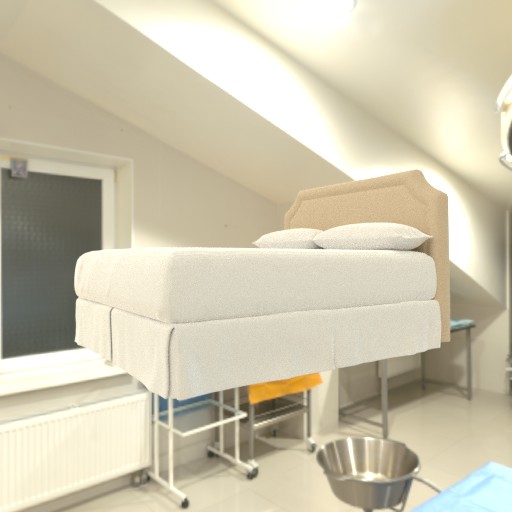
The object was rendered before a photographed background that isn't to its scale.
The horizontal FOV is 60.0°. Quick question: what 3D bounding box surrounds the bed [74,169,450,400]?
[{"bbox_3d":[0.000,0.000,3.817,2.548,1.524,2.134,0,0,-35],"label":"bed"}]
